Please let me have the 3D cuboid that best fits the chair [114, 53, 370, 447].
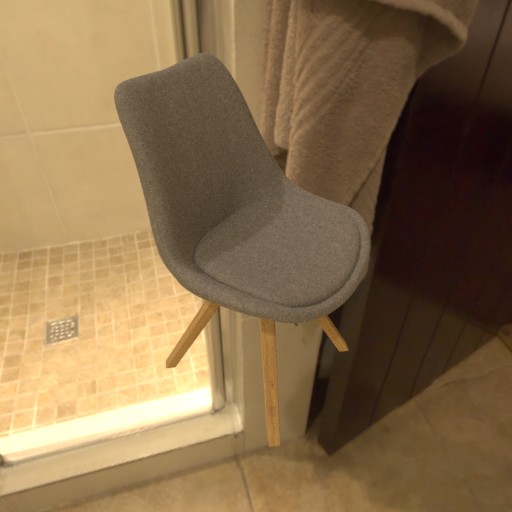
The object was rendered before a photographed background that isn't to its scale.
[{"bbox_3d":[0.000,0.000,1.163,0.550,0.865,0.483,26,47,27],"label":"chair"}]
